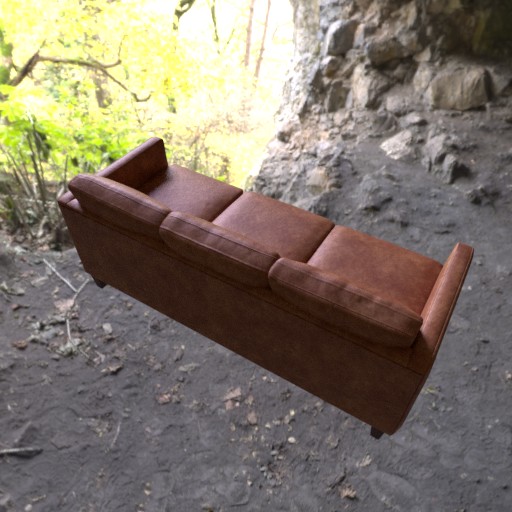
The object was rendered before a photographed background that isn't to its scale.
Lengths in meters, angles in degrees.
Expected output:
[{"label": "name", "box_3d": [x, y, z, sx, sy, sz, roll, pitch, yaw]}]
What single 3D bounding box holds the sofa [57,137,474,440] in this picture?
[{"label": "sofa", "box_3d": [0.000, 0.000, 2.971, 2.464, 1.006, 1.045, 23, 49, 22]}]
